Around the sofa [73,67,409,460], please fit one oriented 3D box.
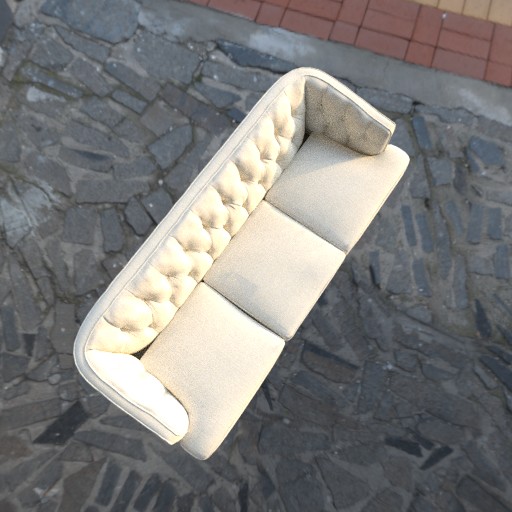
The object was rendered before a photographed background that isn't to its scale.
[{"bbox_3d":[0.000,0.000,2.761,0.941,0.855,2.278,34,77,9],"label":"sofa"}]
